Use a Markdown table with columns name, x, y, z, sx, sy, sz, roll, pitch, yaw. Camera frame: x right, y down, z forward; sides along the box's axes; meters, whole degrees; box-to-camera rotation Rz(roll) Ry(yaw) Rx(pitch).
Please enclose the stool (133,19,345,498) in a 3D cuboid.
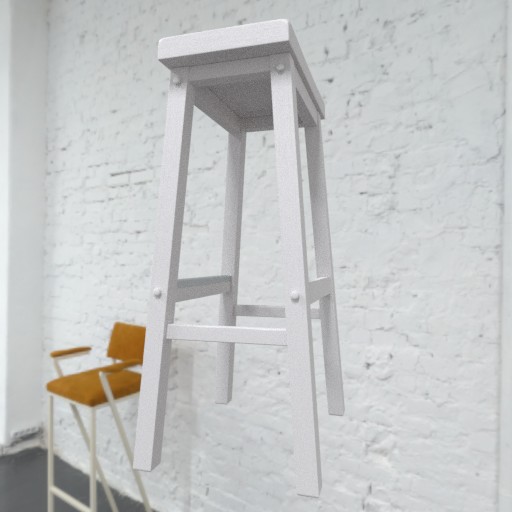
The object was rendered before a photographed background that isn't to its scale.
| name | x | y | z | sx | sy | sz | roll | pitch | yaw |
| --- | --- | --- | --- | --- | --- | --- | --- | --- | --- |
| stool | 0.000 | 0.000 | 0.916 | 0.322 | 0.742 | 0.406 | 0 | -1 | 17 |
